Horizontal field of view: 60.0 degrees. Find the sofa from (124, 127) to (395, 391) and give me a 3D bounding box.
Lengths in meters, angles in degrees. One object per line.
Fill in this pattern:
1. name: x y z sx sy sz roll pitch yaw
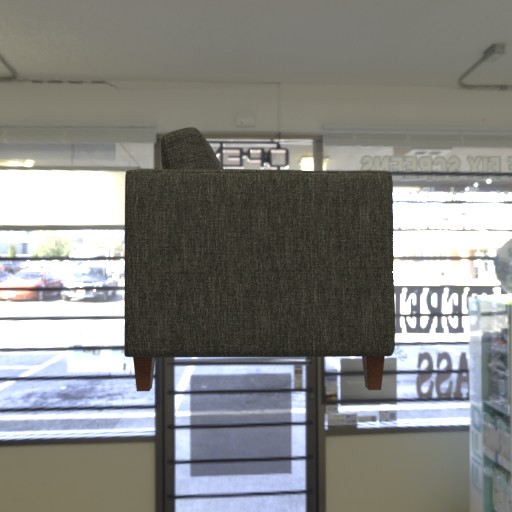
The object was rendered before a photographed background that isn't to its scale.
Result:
1. sofa: 0.000 0.000 2.413 0.950 0.963 1.884 0 -1 -1
